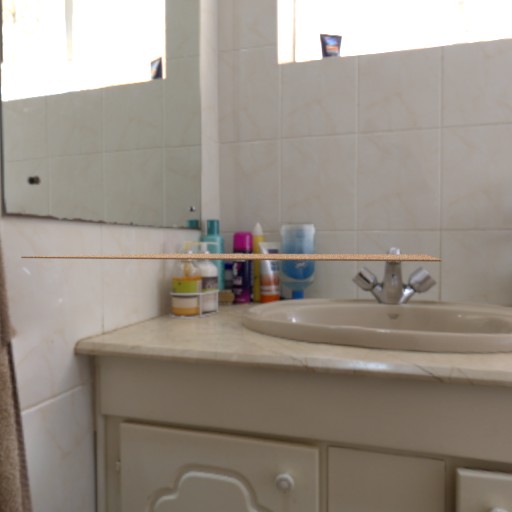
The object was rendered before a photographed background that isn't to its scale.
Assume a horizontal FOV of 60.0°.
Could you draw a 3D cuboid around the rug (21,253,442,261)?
[{"bbox_3d":[0.000,0.000,4.097,3.048,0.013,2.439,0,1,19],"label":"rug"}]
